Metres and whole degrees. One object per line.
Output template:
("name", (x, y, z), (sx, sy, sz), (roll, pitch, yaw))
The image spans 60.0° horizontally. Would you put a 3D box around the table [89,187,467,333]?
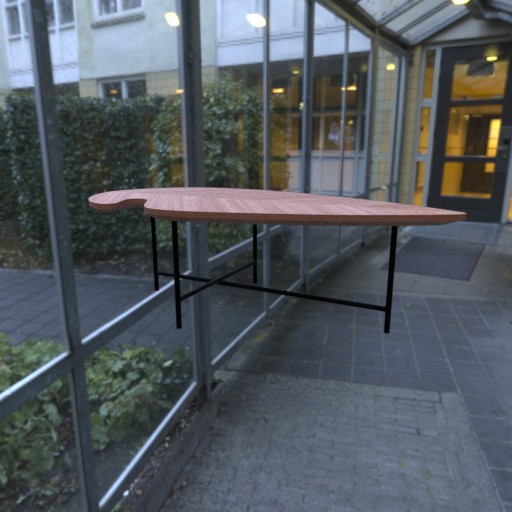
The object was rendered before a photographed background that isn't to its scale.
("table", (0.000, 0.000, 1.431), (1.199, 0.360, 0.598), (7, 16, 26))
